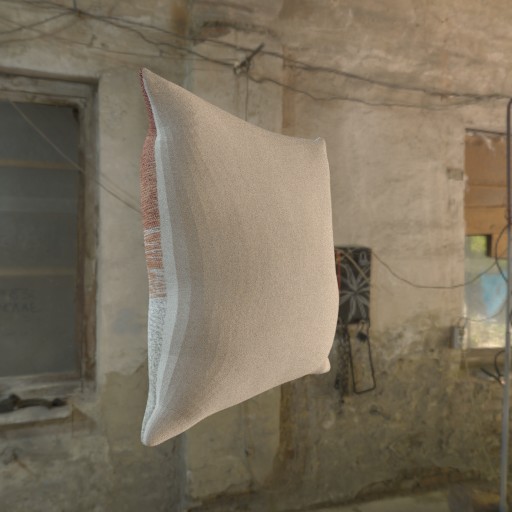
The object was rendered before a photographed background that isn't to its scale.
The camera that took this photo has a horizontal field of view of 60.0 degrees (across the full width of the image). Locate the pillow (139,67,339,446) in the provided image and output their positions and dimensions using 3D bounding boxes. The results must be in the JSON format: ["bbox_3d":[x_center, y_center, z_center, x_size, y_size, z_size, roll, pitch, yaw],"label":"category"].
[{"bbox_3d":[0.000,0.000,0.673,0.182,0.441,0.440,0,1,37],"label":"pillow"}]
